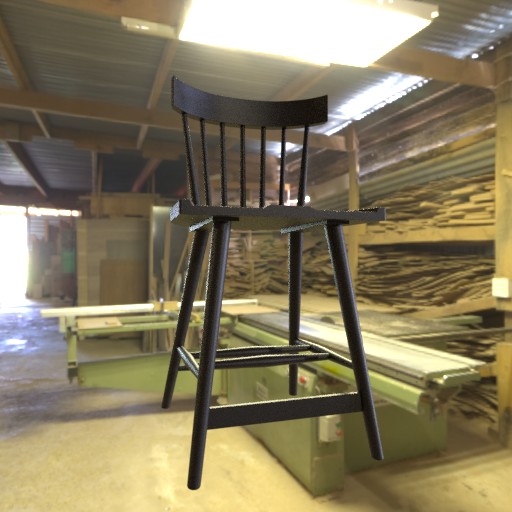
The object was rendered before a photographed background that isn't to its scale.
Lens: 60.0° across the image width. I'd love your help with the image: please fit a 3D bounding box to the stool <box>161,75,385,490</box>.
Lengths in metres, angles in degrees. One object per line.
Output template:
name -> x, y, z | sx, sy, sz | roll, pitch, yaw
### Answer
stool -> 0.000, 0.000, 1.227 | 0.494, 0.953, 0.549 | 0, -1, -18
